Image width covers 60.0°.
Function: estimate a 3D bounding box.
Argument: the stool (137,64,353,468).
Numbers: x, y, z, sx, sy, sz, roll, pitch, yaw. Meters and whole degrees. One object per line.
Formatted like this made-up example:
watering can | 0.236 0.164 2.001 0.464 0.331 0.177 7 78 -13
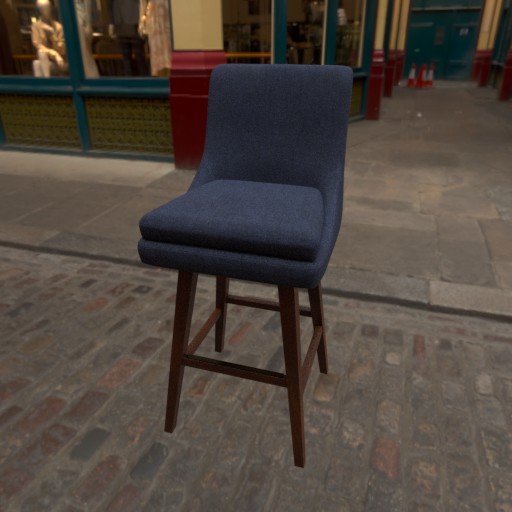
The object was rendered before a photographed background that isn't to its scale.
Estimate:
stool | 0.000 0.000 1.367 0.489 1.068 0.572 8 27 16
